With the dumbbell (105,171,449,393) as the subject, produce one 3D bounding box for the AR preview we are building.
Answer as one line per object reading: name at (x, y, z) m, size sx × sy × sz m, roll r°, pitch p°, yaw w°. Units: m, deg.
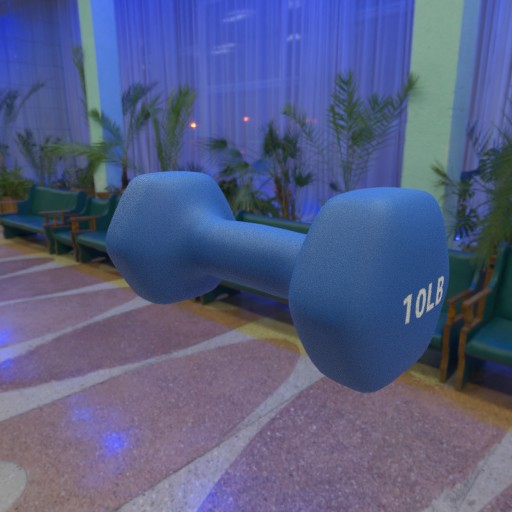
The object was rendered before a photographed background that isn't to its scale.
dumbbell at (0.000, 0.000, 0.270) m, size 0.212 × 0.093 × 0.103 m, roll 14°, pitch 20°, yaw 43°
